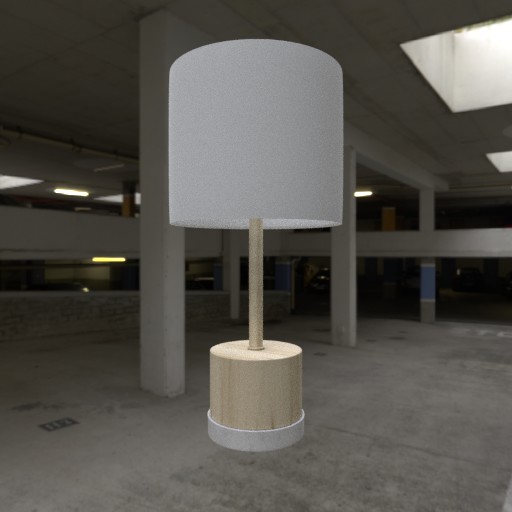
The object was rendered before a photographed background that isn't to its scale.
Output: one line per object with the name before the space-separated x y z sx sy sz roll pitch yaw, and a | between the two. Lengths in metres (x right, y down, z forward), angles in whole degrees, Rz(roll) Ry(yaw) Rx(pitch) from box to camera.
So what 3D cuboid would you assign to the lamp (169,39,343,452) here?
lamp | 0.000 0.000 0.593 0.229 0.470 0.229 0 1 34
